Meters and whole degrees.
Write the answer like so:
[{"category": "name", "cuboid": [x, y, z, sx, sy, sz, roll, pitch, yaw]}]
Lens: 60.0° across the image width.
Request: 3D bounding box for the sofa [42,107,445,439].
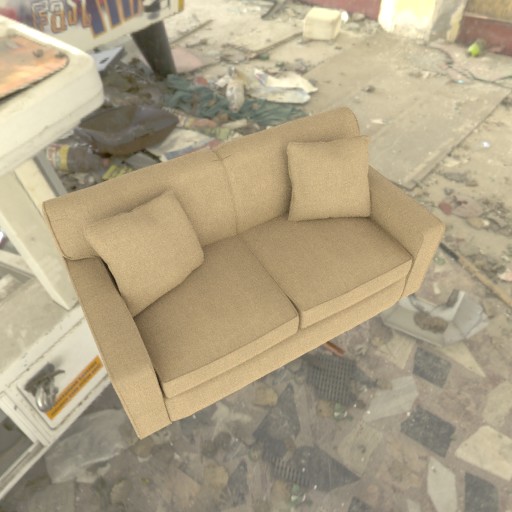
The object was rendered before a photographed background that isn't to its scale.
[{"category": "sofa", "cuboid": [0.000, 0.000, 2.440, 1.846, 0.958, 0.998, -23, 51, -20]}]
